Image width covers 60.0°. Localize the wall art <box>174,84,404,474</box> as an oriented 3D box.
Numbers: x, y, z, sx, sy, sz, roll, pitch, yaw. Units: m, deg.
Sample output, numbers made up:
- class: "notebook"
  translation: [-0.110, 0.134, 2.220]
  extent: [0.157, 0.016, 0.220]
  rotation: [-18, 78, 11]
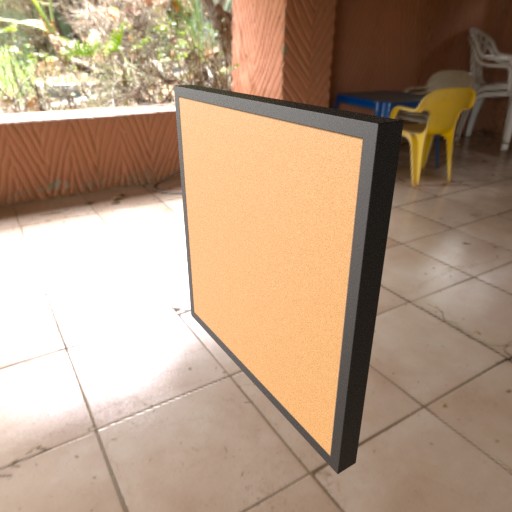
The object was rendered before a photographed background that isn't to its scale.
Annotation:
- class: "wall art"
  translation: [0.000, 0.000, 0.749]
  extent: [0.037, 0.506, 0.506]
  rotation: [-16, 30, -29]
